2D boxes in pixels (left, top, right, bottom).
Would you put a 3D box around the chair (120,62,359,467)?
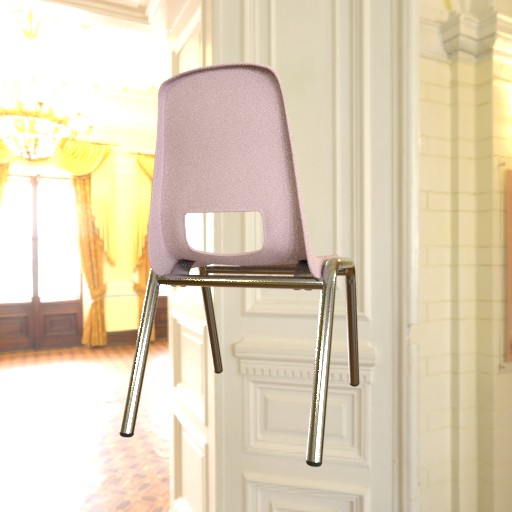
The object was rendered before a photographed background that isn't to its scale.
[{"bbox_3d":[0.000,0.000,0.856,0.354,0.586,0.423,0,1,19],"label":"chair"}]
